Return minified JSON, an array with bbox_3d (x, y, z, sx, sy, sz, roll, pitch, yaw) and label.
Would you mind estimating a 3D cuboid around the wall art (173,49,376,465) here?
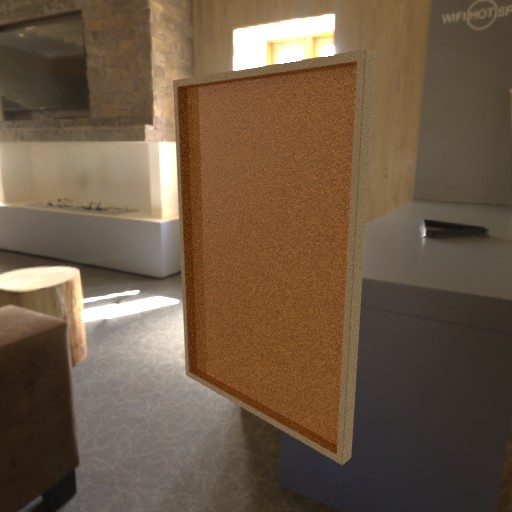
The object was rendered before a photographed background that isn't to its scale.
[{"bbox_3d":[0.000,0.000,1.162,0.610,0.914,0.038,13,20,42],"label":"wall art"}]
